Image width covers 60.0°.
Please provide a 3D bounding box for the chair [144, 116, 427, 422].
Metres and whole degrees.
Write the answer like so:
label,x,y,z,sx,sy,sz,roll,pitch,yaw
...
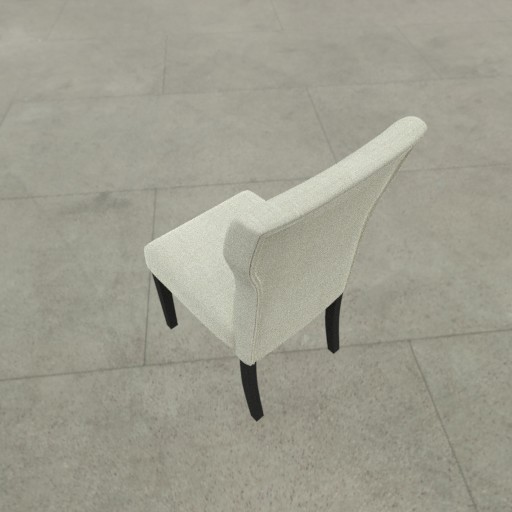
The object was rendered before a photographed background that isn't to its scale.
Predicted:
label,x,y,z,sx,sy,sz,roll,pitch,yaw
chair,0.000,0.000,1.304,0.509,0.921,0.597,-33,55,-27
